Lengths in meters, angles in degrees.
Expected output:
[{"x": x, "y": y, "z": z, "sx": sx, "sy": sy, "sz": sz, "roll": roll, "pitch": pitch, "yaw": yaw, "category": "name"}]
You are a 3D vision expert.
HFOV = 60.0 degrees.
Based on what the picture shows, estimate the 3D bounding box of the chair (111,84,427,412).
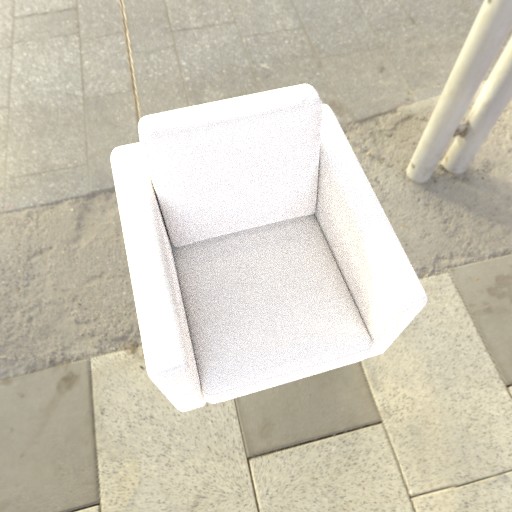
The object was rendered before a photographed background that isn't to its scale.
[{"x": 0.000, "y": 0.000, "z": 1.606, "sx": 0.831, "sy": 0.899, "sz": 0.879, "roll": -14, "pitch": 62, "yaw": -8, "category": "chair"}]
